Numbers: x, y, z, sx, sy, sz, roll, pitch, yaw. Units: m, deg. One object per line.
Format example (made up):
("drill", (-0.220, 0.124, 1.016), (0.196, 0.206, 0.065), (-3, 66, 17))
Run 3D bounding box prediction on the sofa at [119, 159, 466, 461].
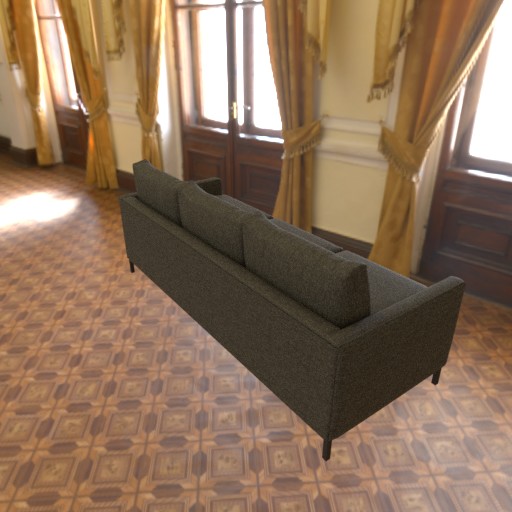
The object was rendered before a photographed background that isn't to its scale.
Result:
("sofa", (0.000, 0.000, 2.734), (0.876, 0.879, 2.253), (-18, 31, -32))
